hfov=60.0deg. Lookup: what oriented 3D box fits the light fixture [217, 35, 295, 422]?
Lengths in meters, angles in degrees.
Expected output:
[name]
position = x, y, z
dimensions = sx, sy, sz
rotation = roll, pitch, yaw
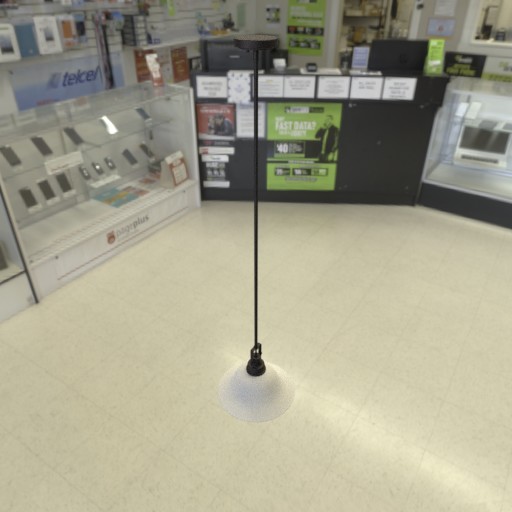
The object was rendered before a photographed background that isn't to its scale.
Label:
[light fixture]
position = 0.000, 0.000, 1.503
dimensions = 0.324, 1.337, 0.324
rotation = 21, 38, 30
